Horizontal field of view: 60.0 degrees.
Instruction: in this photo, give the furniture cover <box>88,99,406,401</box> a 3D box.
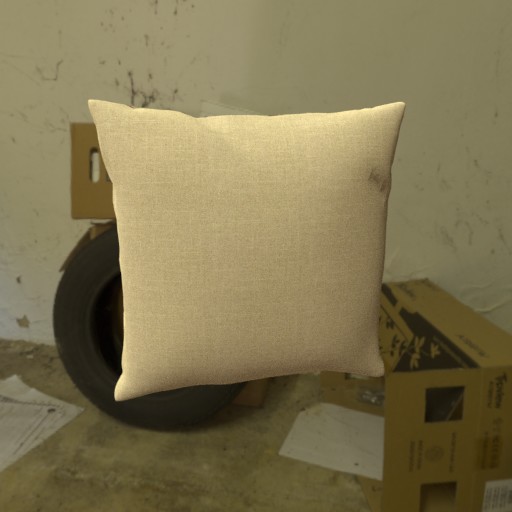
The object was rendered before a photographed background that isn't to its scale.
[{"bbox_3d":[0.000,0.000,0.648,0.431,0.431,0.139,-3,15,-9],"label":"furniture cover"}]
